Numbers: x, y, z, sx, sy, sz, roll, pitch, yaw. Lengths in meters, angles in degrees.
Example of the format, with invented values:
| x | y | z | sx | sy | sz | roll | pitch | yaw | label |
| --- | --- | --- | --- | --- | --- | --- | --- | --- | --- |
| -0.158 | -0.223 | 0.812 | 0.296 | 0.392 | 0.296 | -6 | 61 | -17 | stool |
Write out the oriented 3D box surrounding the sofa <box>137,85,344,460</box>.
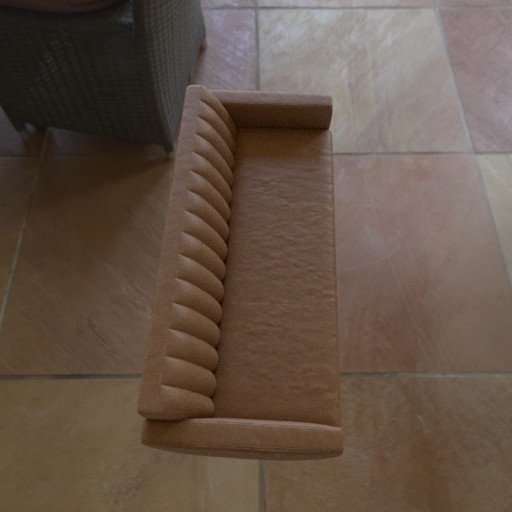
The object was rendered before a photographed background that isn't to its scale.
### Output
| x | y | z | sx | sy | sz | roll | pitch | yaw | label |
| --- | --- | --- | --- | --- | --- | --- | --- | --- | --- |
| 0.000 | 0.000 | 2.748 | 0.990 | 0.821 | 2.291 | 3 | 65 | 1 | sofa |
